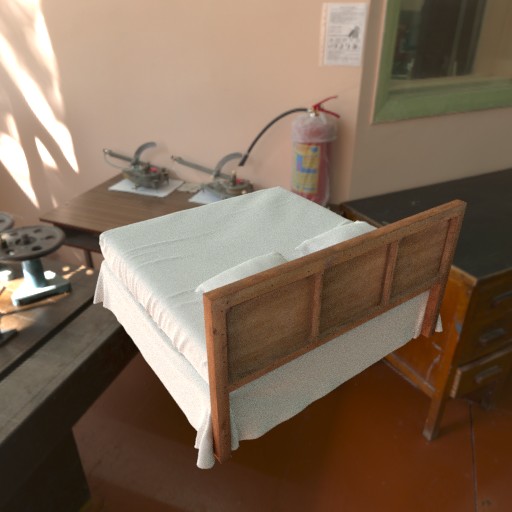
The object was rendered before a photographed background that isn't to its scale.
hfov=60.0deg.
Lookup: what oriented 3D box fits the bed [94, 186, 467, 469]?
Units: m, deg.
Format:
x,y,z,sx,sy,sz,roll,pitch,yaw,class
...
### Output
x,y,z,sx,sy,sz,roll,pitch,yaw,class
0.000,0.000,3.549,2.255,1.158,2.165,-19,35,-30,bed
